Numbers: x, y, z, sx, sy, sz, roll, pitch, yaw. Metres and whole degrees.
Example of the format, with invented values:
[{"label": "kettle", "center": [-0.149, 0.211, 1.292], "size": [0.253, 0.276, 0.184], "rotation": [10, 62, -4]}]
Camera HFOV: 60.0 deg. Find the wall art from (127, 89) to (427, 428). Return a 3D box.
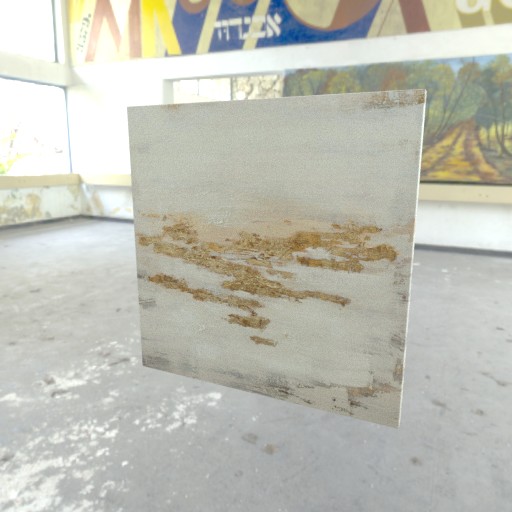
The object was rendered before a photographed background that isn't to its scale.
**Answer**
[{"label": "wall art", "center": [0.000, 0.000, 1.520], "size": [1.015, 1.018, 0.040], "rotation": [6, 14, 25]}]
